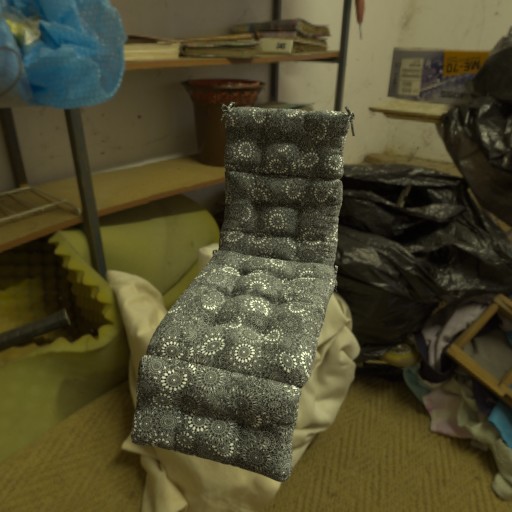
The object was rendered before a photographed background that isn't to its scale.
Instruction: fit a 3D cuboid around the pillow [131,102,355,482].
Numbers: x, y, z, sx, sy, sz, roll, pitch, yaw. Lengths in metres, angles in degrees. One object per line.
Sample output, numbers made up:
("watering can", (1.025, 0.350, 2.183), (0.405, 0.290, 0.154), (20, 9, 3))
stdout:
("pillow", (0.000, 0.000, 1.489), (0.526, 0.863, 1.016), (8, 28, 14))
